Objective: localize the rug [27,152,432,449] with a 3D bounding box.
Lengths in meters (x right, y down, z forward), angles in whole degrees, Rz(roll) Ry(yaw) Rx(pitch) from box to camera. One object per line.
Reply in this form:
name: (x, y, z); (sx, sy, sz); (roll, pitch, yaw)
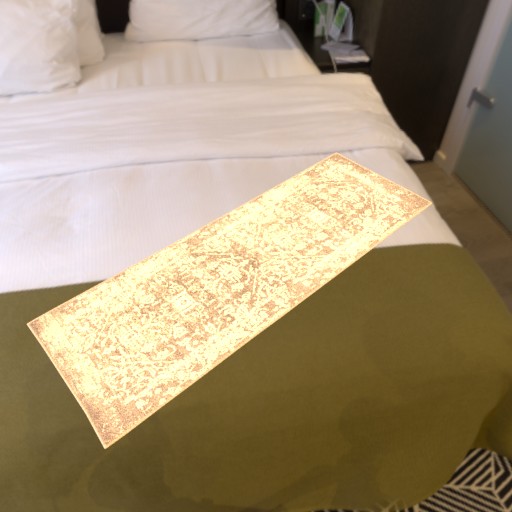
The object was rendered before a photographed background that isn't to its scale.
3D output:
rug: (0.000, 0.000, 2.642); (2.452, 0.017, 0.855); (-33, 53, -28)
